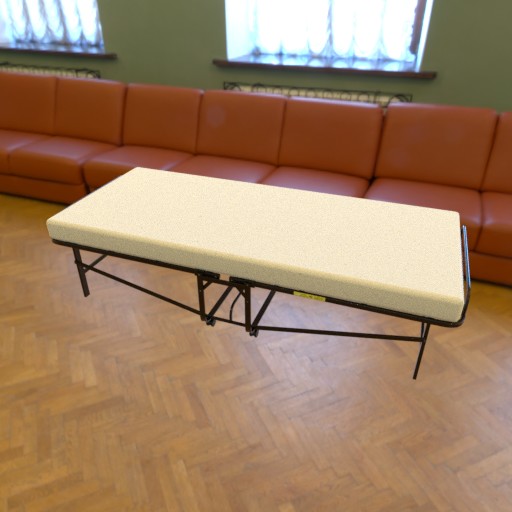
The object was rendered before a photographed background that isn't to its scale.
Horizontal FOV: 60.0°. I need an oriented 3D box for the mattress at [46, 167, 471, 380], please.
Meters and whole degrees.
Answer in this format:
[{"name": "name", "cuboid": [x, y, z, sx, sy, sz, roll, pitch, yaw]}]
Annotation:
[{"name": "mattress", "cuboid": [0.000, 0.000, 2.544, 2.153, 0.519, 0.922, 11, 33, 17]}]
